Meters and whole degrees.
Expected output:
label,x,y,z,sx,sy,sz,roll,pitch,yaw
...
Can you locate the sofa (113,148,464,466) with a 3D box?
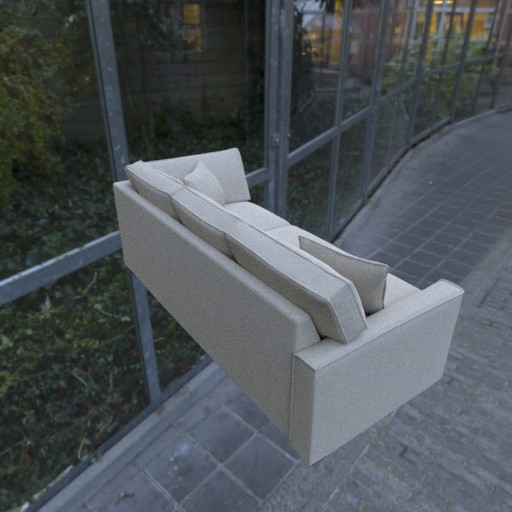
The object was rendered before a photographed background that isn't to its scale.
label,x,y,z,sx,sy,sz,roll,pitch,yaw
sofa,0.000,0.000,2.890,1.061,0.962,2.317,-18,32,-31
